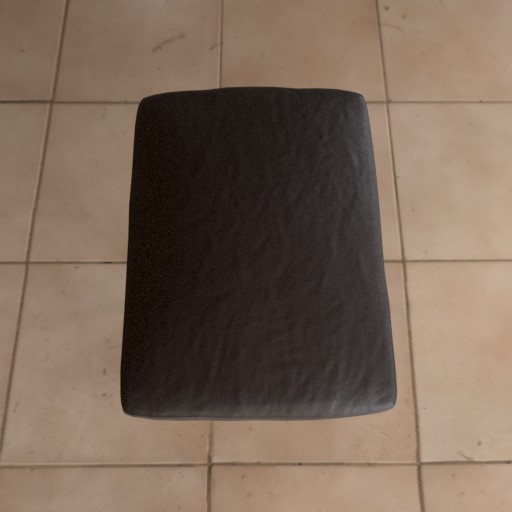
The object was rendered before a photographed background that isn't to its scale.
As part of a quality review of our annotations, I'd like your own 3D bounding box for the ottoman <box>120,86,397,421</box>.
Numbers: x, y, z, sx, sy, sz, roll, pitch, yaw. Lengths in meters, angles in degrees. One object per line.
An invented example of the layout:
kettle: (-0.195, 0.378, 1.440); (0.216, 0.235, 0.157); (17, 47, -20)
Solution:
ottoman: (0.000, 0.000, 1.296); (0.659, 0.529, 0.887); (-1, 74, 0)
